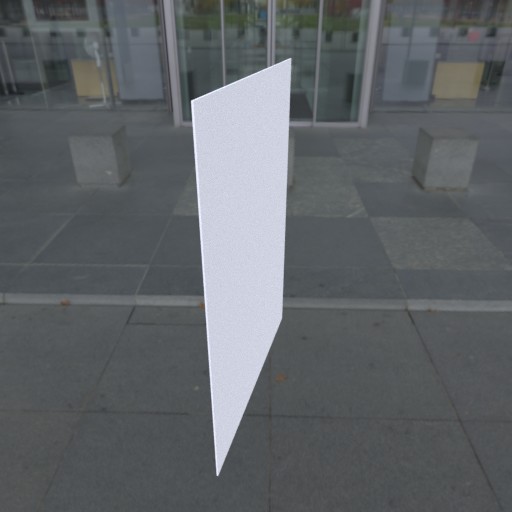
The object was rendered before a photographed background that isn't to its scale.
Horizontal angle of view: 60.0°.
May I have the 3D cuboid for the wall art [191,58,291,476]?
[{"bbox_3d":[0.000,0.000,0.794,0.003,0.610,0.457,8,30,14],"label":"wall art"}]
